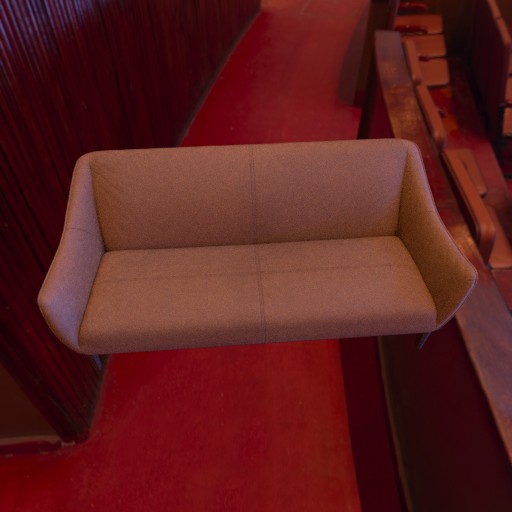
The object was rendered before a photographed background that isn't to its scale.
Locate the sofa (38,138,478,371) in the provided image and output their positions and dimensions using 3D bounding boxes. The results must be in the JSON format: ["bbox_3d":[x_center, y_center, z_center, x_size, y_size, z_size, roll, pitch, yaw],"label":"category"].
[{"bbox_3d":[0.000,0.000,2.326,1.928,0.830,0.869,-3,46,-3],"label":"sofa"}]
